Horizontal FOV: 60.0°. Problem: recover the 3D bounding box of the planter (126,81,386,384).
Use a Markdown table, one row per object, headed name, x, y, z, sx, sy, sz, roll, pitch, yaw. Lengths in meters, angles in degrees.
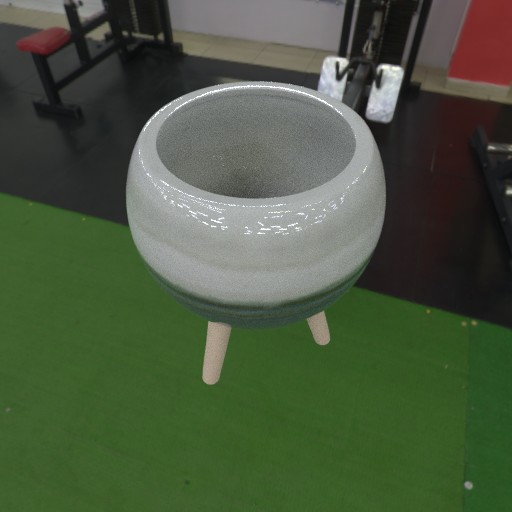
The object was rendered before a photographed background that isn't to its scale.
| name | x | y | z | sx | sy | sz | roll | pitch | yaw |
| --- | --- | --- | --- | --- | --- | --- | --- | --- | --- |
| planter | 0.000 | 0.000 | 0.446 | 0.222 | 0.278 | 0.222 | 0 | 47 | 0 |
